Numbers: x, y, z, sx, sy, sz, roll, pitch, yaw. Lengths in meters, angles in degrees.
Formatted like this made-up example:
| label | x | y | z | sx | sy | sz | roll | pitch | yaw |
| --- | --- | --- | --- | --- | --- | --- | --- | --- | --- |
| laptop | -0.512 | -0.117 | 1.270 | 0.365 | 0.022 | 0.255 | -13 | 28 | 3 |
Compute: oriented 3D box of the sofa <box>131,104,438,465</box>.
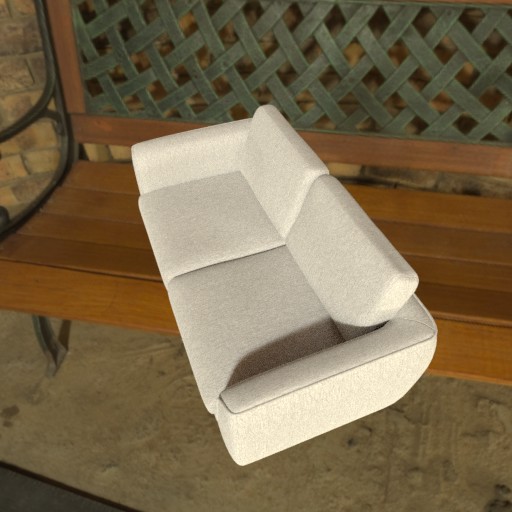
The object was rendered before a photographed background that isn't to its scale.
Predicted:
| label | x | y | z | sx | sy | sz | roll | pitch | yaw |
| --- | --- | --- | --- | --- | --- | --- | --- | --- | --- |
| sofa | 0.000 | 0.000 | 2.182 | 0.920 | 0.850 | 1.700 | -16 | 49 | -15 |
